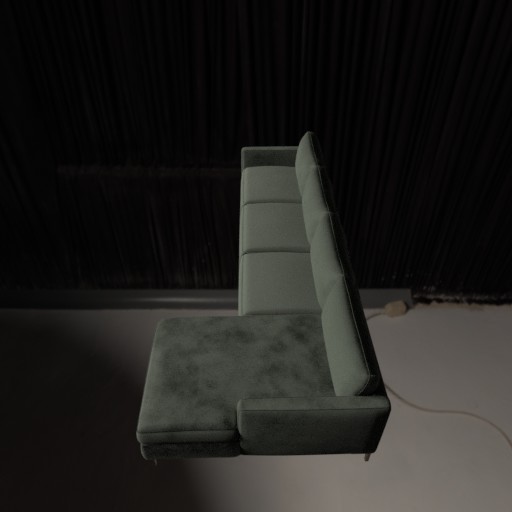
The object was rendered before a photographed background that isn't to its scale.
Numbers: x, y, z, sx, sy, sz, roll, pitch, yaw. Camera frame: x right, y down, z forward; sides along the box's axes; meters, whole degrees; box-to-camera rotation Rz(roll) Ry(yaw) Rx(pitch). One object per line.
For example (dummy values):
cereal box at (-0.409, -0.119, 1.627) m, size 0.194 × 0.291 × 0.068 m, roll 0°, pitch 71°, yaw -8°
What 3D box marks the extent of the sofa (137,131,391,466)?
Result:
sofa at (0.000, 0.000, 3.215) m, size 1.255 × 0.756 × 2.725 m, roll -1°, pitch 41°, yaw -1°
